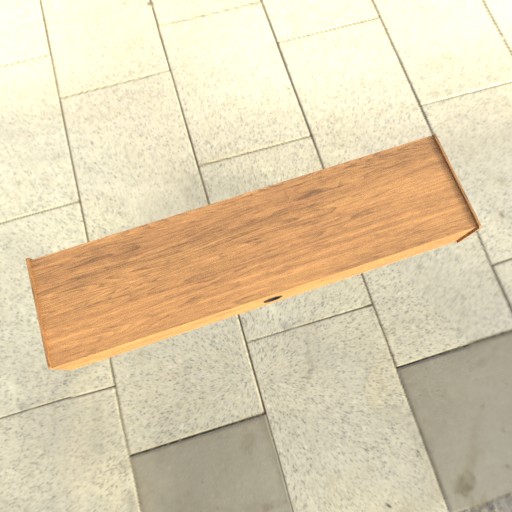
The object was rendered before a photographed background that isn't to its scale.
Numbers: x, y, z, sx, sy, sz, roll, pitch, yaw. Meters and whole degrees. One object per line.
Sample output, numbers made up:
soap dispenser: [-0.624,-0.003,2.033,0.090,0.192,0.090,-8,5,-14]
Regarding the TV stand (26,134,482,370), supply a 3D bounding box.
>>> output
TV stand: [0.000,0.000,1.995,1.796,0.415,0.467,-18,75,-5]
